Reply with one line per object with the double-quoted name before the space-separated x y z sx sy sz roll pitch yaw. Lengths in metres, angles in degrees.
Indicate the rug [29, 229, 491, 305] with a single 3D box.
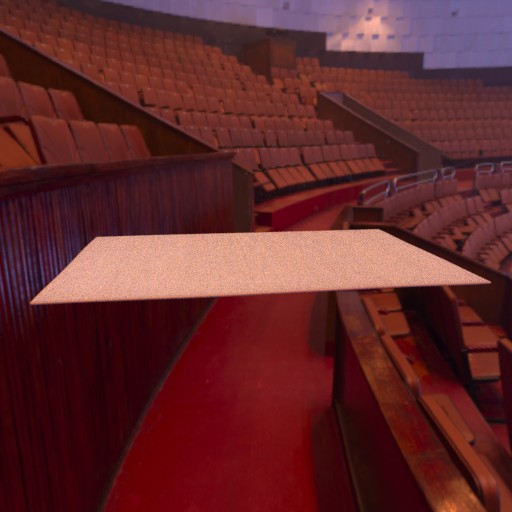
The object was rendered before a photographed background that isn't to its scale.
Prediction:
"rug" 0.000 0.000 2.096 1.678 0.013 1.078 -2 15 -8
